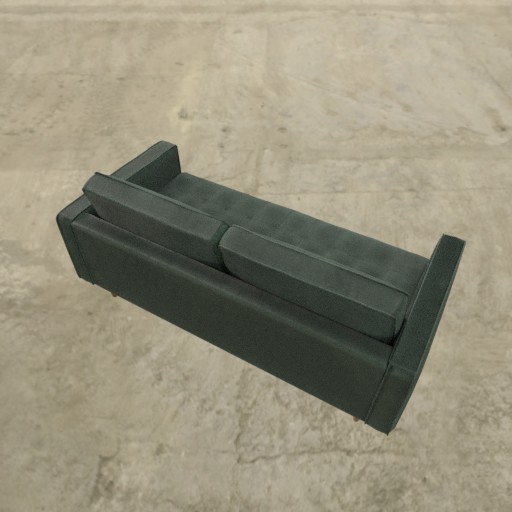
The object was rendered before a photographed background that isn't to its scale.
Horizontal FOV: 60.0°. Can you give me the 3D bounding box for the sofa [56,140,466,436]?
[{"bbox_3d":[0.000,0.000,2.255,1.816,0.781,0.886,22,49,21],"label":"sofa"}]
